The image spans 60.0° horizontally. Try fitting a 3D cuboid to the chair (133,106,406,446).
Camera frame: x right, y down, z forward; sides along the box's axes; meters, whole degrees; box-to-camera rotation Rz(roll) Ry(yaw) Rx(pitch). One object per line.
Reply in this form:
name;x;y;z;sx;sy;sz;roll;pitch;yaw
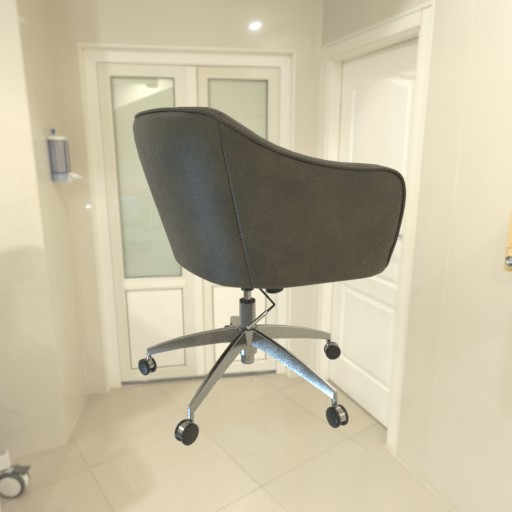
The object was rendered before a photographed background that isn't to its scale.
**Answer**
chair;0.000;0.000;1.356;0.689;0.827;0.713;-8;15;-29
